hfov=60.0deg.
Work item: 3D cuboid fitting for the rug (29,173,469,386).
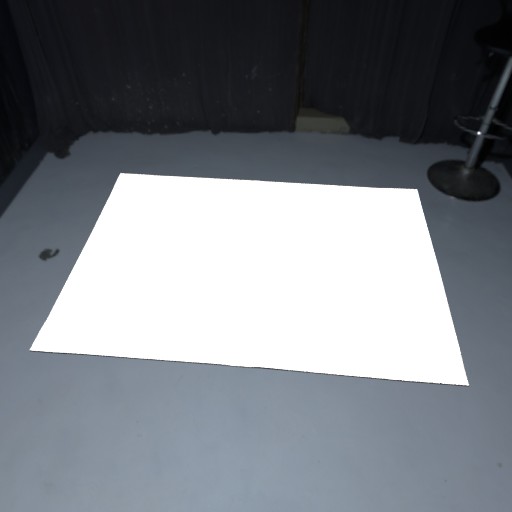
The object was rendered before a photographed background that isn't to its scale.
[{"bbox_3d":[0.000,0.000,3.555,2.869,0.038,2.032,4,45,4],"label":"rug"}]
